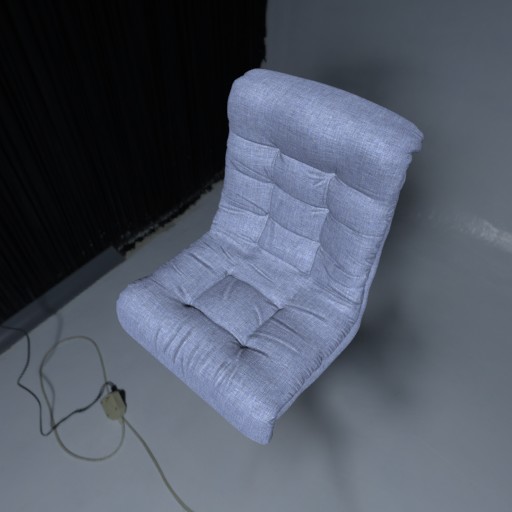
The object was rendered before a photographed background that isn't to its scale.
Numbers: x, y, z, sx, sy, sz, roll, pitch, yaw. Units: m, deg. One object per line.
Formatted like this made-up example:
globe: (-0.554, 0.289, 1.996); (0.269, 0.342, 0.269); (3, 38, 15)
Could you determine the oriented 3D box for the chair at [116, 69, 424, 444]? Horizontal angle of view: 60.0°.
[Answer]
chair: (0.000, 0.000, 1.236); (0.597, 0.749, 0.668); (31, 53, 26)
